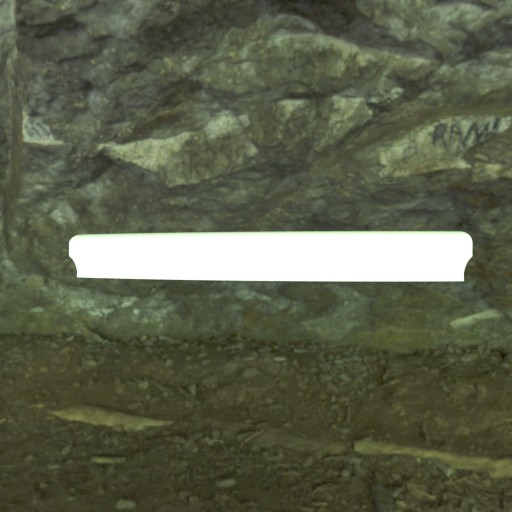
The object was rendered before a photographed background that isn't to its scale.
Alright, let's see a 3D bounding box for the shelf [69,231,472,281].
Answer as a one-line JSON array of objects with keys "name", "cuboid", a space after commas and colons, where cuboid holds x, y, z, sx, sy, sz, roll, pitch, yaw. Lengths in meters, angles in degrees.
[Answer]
[{"name": "shelf", "cuboid": [0.000, 0.000, 0.475, 0.310, 0.050, 0.310, 0, 0, -35]}]
